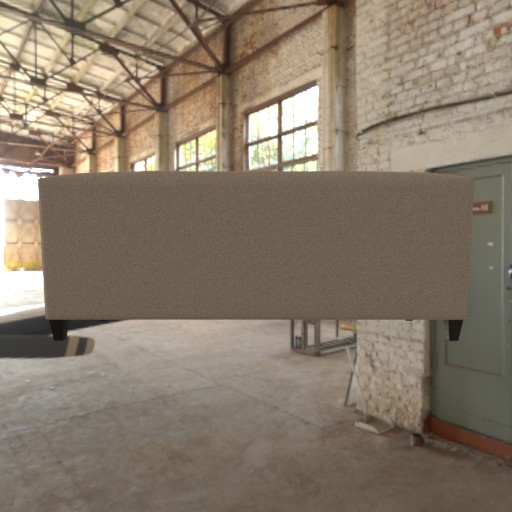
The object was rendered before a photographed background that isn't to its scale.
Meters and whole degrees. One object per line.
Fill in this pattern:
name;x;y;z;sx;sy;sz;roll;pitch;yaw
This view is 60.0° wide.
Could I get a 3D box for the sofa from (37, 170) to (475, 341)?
sofa;0.000;0.000;2.704;2.235;0.901;0.914;0;1;0
